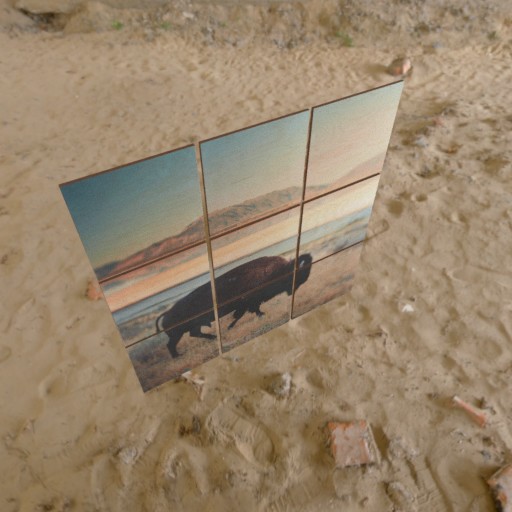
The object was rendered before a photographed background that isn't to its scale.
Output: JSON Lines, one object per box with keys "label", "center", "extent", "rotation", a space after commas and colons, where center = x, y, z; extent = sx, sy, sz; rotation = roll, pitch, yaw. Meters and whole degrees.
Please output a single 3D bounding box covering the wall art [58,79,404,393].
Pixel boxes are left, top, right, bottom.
{"label": "wall art", "center": [0.000, 0.000, 1.841], "extent": [1.221, 1.218, 0.019], "rotation": [-23, 51, -20]}
